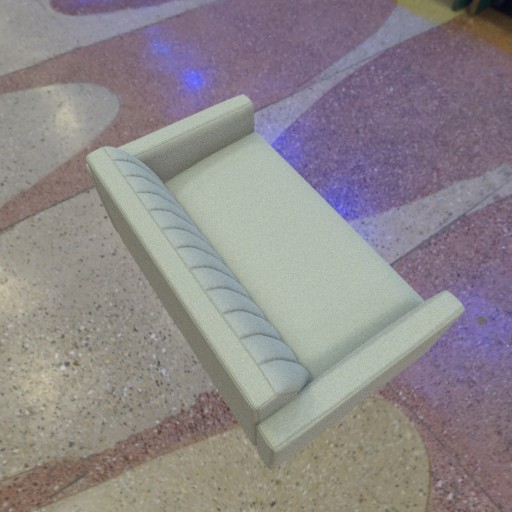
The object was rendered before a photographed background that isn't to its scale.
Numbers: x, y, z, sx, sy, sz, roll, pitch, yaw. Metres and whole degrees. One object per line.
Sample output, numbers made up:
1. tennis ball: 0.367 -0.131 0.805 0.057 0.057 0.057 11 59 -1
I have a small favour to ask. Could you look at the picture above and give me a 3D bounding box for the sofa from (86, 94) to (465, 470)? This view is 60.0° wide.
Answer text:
1. sofa: 0.000 0.000 2.138 0.950 0.801 1.585 -30 63 -18
